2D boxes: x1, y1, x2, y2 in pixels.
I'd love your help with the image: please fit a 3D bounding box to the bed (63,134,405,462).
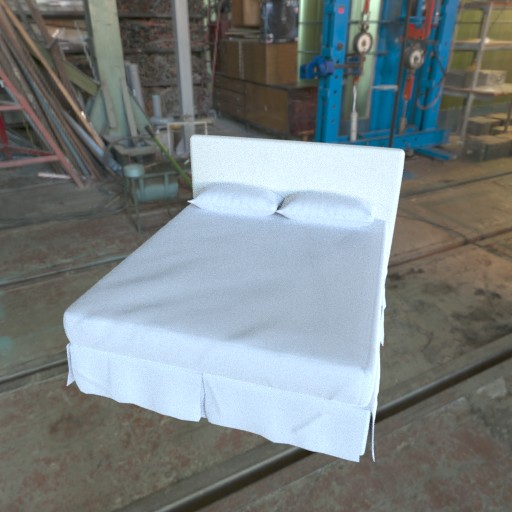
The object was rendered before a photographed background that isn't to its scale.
[{"bbox_3d":[0.000,0.000,3.509,2.119,1.317,2.341,8,29,15],"label":"bed"}]
